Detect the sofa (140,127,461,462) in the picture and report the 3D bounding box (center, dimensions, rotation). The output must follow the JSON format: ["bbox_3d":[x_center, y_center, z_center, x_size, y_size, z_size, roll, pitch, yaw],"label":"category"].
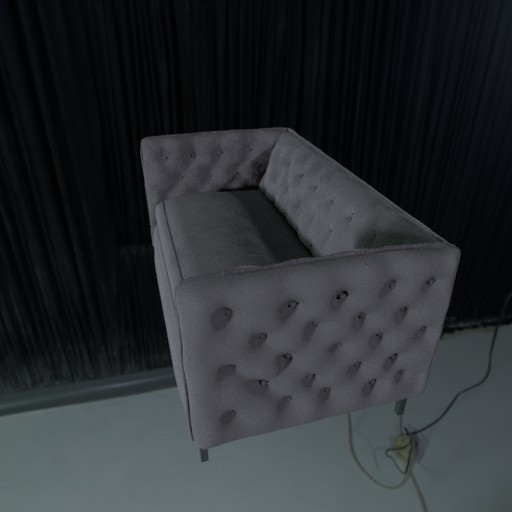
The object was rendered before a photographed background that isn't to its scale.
[{"bbox_3d":[0.000,0.000,2.084,0.909,0.810,1.583,-8,31,-14],"label":"sofa"}]
